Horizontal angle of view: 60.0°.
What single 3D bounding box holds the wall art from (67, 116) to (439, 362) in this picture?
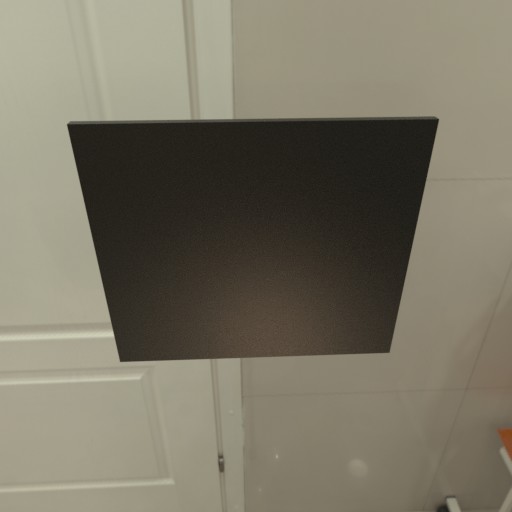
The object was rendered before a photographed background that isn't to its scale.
[{"bbox_3d":[0.000,0.000,0.547,0.383,0.332,0.012,-1,32,-2],"label":"wall art"}]
